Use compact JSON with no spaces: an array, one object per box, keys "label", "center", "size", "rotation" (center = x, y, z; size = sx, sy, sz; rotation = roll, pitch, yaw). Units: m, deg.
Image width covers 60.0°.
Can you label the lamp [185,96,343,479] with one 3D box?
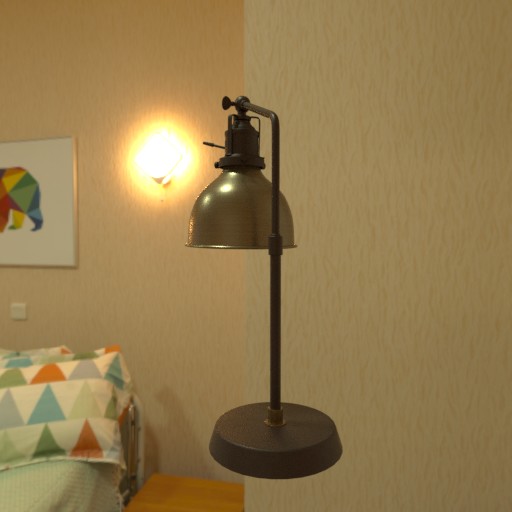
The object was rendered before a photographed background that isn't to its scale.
[{"label":"lamp","center":[0.000,0.000,0.609],"size":[0.175,0.469,0.298],"rotation":[-1,2,-18]}]
